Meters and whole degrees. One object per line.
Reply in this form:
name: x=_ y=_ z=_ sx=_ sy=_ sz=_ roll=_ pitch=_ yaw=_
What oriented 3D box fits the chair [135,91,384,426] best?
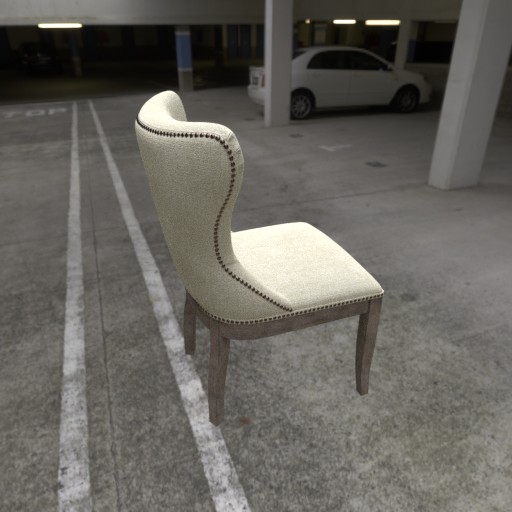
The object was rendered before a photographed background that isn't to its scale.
chair: x=0.000 y=0.000 z=1.495 sx=0.681 sy=1.002 sz=0.654 roll=-10 pitch=30 yaw=-18
